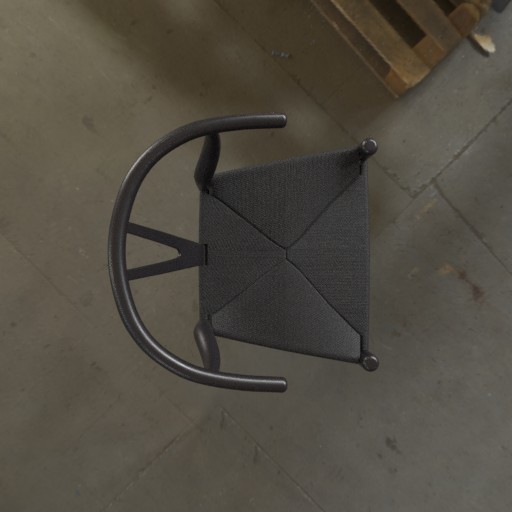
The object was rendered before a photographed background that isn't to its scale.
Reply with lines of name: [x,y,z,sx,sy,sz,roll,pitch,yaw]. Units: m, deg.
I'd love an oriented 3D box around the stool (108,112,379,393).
stool: [0.000,0.000,1.291,0.579,0.970,0.569,0,89,-2]
